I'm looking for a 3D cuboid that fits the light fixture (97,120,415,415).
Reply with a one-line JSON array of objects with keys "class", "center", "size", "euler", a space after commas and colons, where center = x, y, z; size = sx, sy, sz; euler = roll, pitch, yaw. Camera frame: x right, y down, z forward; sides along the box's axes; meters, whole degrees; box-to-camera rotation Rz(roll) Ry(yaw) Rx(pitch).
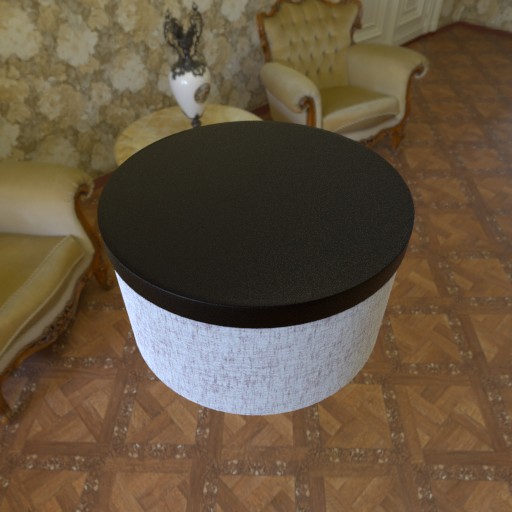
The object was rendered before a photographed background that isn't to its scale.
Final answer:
[{"class": "light fixture", "center": [0.000, 0.000, 0.637], "size": [0.389, 0.229, 0.389], "euler": [0, 43, 0]}]
